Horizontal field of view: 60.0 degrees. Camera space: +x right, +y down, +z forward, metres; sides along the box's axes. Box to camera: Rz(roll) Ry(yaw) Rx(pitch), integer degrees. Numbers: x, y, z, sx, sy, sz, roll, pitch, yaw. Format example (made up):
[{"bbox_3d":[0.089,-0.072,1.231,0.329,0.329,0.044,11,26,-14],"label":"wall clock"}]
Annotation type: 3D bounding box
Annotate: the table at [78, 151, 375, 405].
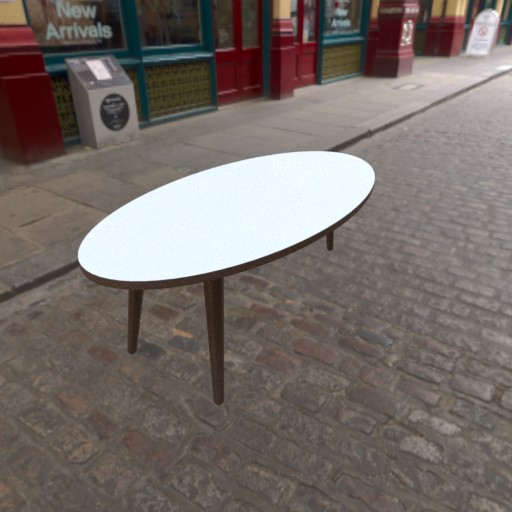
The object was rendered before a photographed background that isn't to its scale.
[{"bbox_3d":[0.000,0.000,1.334,0.542,0.390,1.083,19,33,31],"label":"table"}]
